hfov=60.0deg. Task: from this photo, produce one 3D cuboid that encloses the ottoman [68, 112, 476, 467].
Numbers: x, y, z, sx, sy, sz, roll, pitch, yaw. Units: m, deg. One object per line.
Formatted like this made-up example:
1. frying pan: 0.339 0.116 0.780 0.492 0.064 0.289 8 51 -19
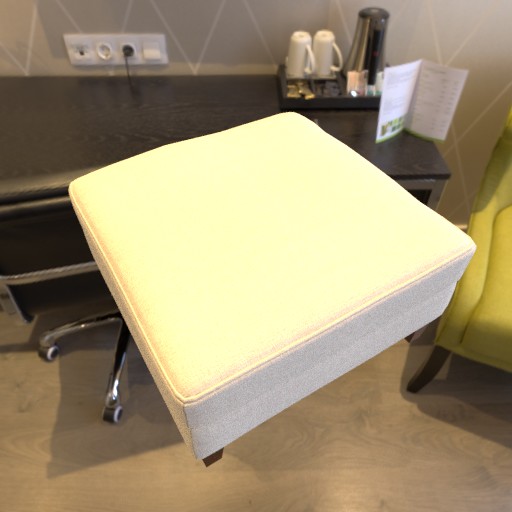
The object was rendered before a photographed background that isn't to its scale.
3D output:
1. ottoman: 0.000 0.000 1.337 0.838 0.478 0.838 -24 51 -21
